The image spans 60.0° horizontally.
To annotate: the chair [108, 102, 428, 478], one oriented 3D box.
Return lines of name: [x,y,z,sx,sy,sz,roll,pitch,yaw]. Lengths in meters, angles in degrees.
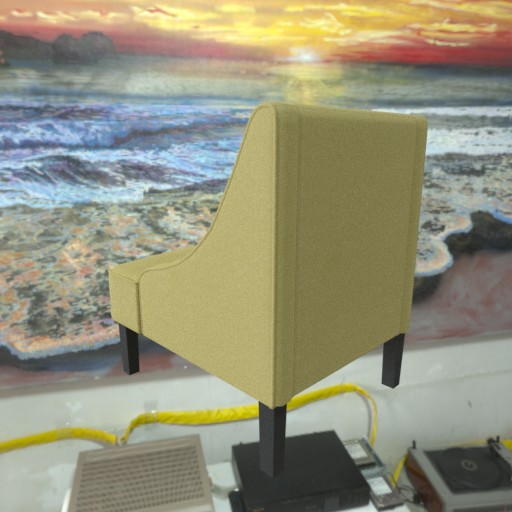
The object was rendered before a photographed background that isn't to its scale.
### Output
chair: [0.000,0.000,1.483,0.696,0.896,0.814,-14,20,-43]
